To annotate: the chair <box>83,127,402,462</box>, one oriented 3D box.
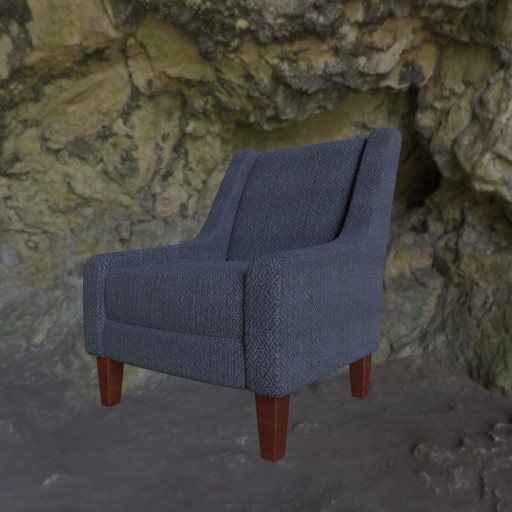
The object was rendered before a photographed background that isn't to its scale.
[{"bbox_3d":[0.000,0.000,1.634,0.793,1.012,0.944,1,1,35],"label":"chair"}]
